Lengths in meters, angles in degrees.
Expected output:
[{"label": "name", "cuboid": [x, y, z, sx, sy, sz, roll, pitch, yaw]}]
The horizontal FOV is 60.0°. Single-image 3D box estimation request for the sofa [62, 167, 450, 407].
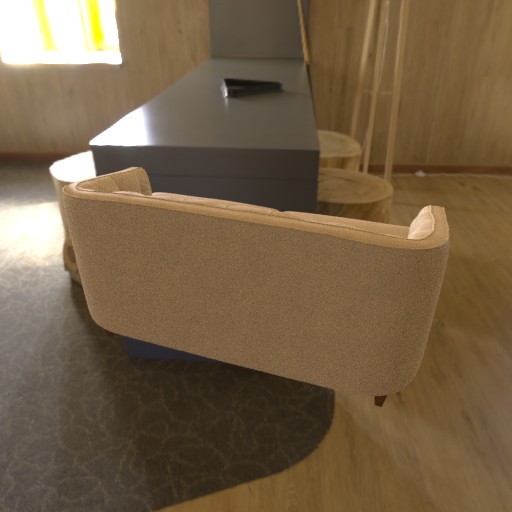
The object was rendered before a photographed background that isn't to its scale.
[{"label": "sofa", "cuboid": [0.000, 0.000, 2.263, 1.731, 0.878, 0.940, 10, 32, 16]}]
